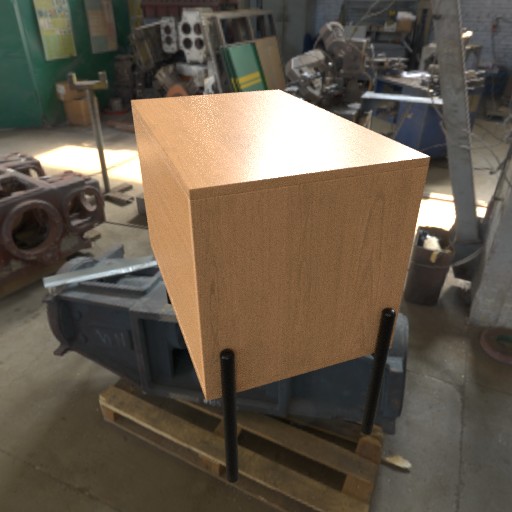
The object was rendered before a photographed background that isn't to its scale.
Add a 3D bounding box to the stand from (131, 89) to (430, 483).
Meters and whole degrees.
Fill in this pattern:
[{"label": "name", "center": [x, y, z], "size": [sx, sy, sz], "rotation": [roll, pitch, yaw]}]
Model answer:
[{"label": "stand", "center": [0.000, 0.000, 1.006], "size": [0.400, 0.600, 0.630], "rotation": [-11, 32, -18]}]
